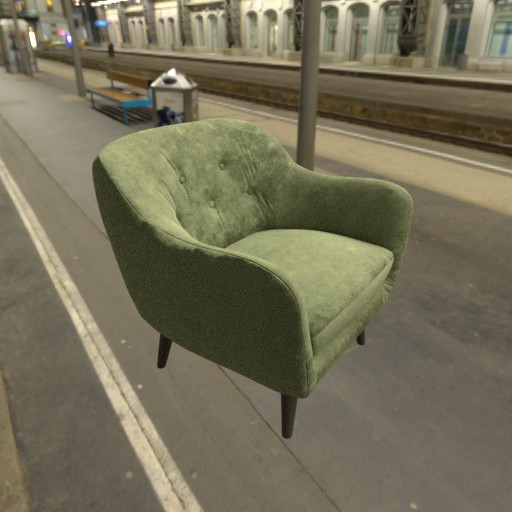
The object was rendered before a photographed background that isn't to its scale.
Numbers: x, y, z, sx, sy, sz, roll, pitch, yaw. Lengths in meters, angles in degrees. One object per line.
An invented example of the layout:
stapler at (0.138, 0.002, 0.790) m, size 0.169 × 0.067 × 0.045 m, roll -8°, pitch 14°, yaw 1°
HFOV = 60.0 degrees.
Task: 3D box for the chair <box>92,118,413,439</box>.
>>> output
chair at (0.000, 0.000, 1.521) m, size 0.819 × 0.804 × 0.840 m, roll 18°, pitch 31°, yaw 31°
